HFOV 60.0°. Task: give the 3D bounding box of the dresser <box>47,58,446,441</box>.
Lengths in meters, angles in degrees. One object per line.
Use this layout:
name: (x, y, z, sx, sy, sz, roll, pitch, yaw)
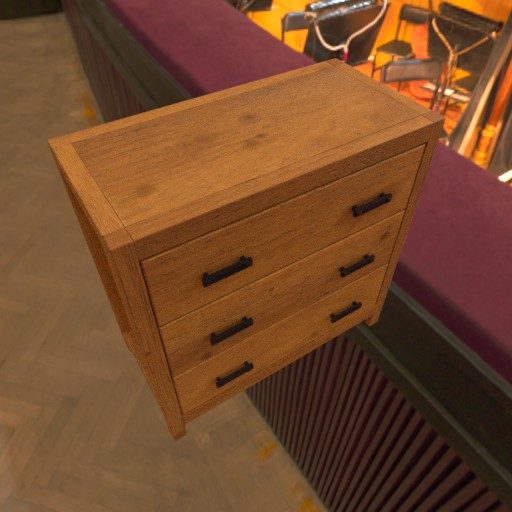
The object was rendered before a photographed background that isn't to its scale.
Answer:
dresser: (0.000, 0.000, 1.273, 0.804, 0.804, 0.427, -25, 51, -22)
